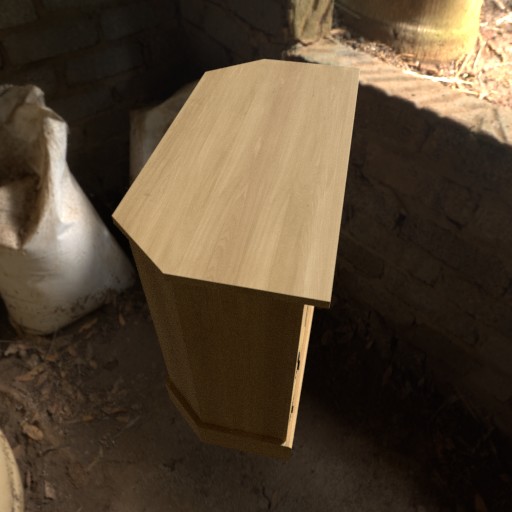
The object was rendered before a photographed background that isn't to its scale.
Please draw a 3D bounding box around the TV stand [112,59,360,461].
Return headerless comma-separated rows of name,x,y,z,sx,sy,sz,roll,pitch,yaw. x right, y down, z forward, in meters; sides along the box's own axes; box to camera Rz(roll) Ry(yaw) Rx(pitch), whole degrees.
TV stand,0.000,0.000,1.301,0.425,0.781,0.851,9,48,8
